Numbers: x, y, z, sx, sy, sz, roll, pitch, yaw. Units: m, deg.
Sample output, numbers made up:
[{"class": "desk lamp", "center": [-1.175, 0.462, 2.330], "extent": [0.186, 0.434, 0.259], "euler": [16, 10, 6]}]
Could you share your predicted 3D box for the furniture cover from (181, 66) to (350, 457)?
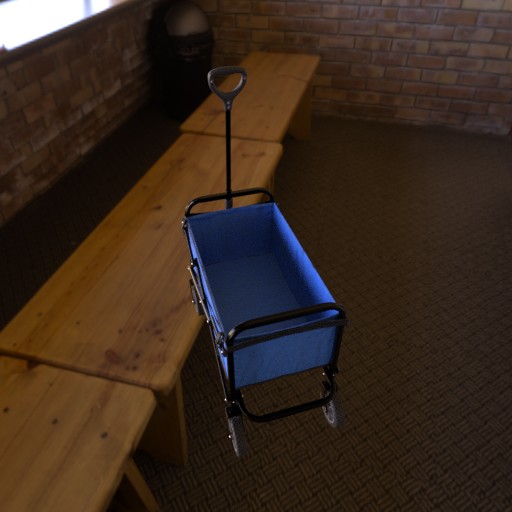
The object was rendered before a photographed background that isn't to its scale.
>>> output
[{"class": "furniture cover", "center": [0.000, 0.000, 1.839], "extent": [0.532, 1.295, 1.038], "euler": [-11, 41, -13]}]
